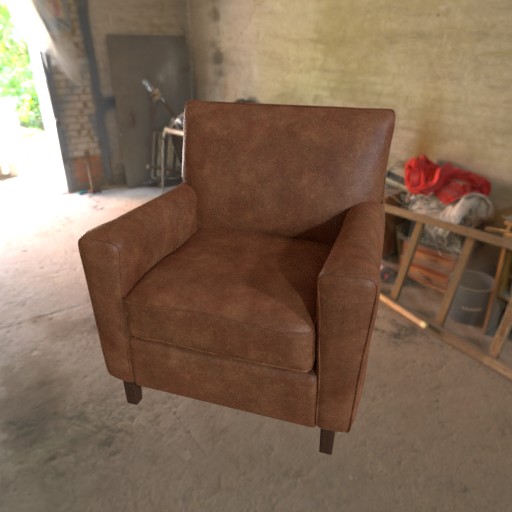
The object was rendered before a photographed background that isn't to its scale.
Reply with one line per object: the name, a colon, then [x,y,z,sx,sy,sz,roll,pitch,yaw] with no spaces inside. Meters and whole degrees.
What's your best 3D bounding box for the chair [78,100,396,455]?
chair: [0.000,0.000,1.572,0.870,0.943,0.823,8,27,16]
